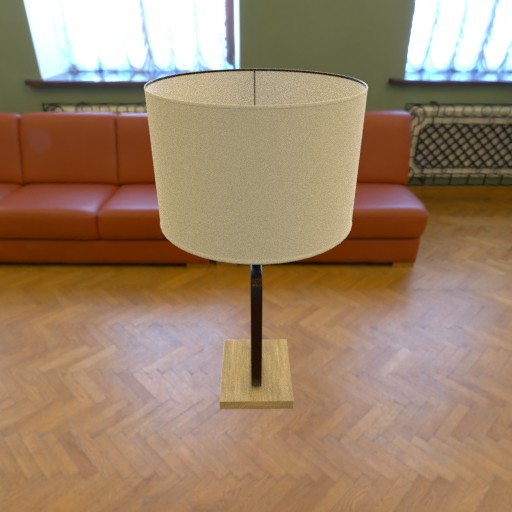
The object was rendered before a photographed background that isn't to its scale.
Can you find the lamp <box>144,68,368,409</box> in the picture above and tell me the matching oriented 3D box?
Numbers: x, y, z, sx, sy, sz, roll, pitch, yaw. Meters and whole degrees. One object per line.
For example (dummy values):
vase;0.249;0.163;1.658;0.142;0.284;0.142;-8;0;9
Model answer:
lamp;0.000;0.000;0.691;0.279;0.508;0.279;0;30;-1
